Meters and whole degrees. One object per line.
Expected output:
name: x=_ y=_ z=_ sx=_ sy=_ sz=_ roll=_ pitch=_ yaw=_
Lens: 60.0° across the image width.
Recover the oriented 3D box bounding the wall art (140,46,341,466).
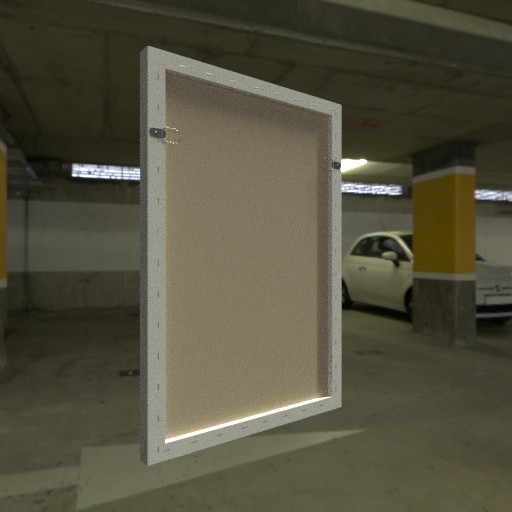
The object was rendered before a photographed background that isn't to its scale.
wall art: x=0.000 y=0.000 z=1.167 sx=0.624 sy=0.914 sz=0.043 roll=0 pitch=0 yaw=-37
